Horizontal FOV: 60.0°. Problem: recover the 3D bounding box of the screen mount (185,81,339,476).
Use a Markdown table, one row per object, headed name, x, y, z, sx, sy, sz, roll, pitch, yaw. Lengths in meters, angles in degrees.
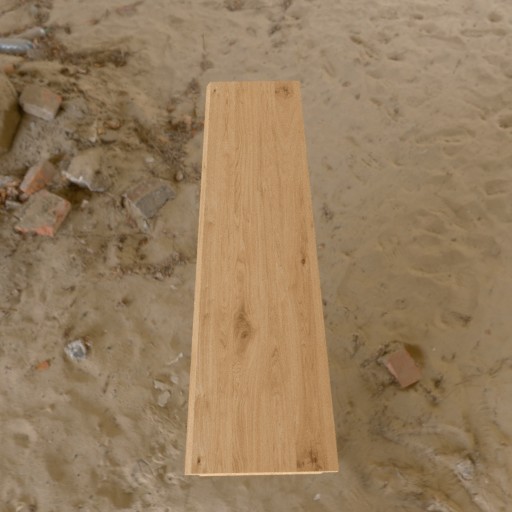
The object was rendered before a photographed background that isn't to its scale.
| name | x | y | z | sx | sy | sz | roll | pitch | yaw |
| --- | --- | --- | --- | --- | --- | --- | --- | --- | --- |
| screen mount | 0.000 | 0.000 | 1.893 | 0.450 | 0.430 | 1.700 | -1 | 60 | -1 |
